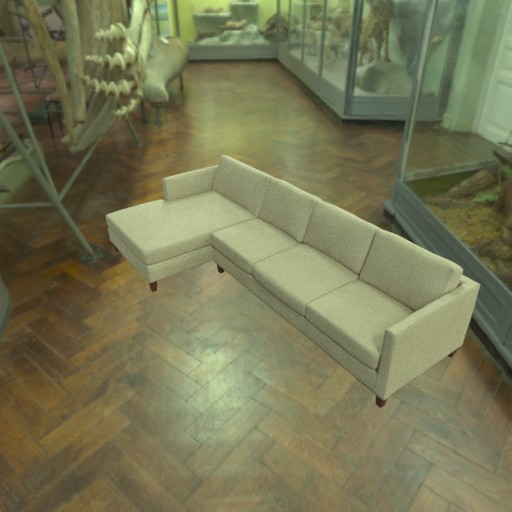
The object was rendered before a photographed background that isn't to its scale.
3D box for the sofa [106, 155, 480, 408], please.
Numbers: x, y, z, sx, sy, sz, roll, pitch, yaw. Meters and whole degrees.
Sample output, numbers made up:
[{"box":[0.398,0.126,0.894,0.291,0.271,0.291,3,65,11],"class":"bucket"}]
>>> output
[{"box":[0.000,0.000,3.931,1.625,0.846,3.186,-21,37,-30],"class":"sofa"}]
